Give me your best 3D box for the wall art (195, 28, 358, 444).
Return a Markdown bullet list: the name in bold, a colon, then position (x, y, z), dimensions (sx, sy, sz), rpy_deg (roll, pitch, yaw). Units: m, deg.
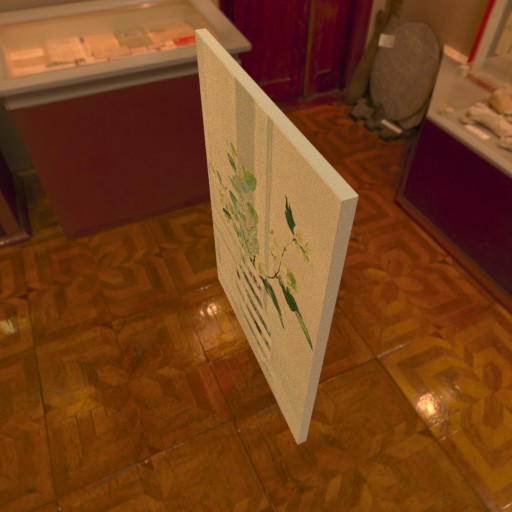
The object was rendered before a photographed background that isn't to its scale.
- **wall art**: position (0.000, 0.000, 1.562), dimensions (0.038, 1.212, 0.914), rpy_deg (-17, 49, -15)
